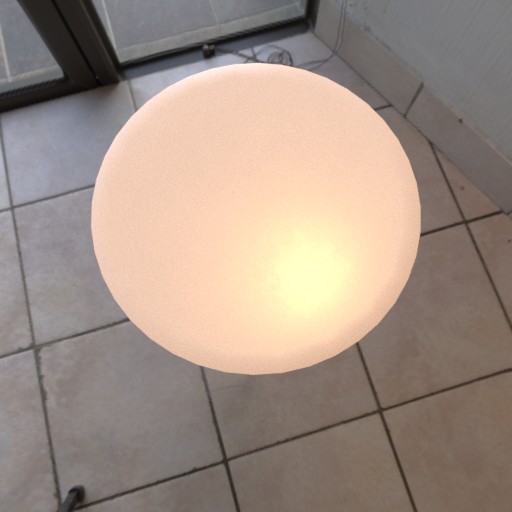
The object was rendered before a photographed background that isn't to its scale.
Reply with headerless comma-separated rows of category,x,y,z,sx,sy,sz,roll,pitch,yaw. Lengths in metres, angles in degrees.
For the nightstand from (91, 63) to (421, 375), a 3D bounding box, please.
nightstand,0.000,0.000,1.007,0.513,0.653,0.513,-34,78,-8
